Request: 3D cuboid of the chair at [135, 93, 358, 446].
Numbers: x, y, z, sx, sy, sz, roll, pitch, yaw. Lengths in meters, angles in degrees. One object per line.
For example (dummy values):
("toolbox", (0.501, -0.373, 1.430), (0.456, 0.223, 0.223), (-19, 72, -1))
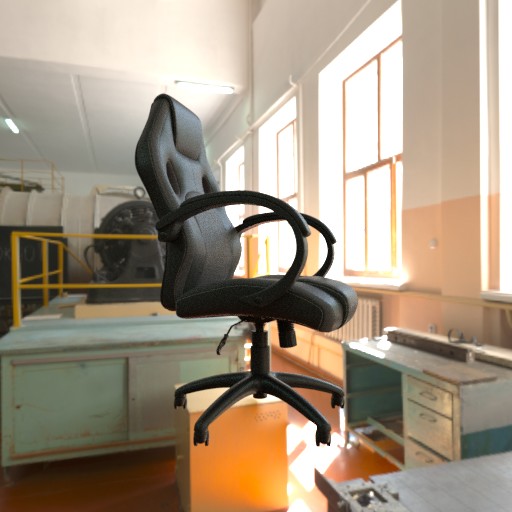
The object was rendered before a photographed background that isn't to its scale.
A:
("chair", (0.000, 0.000, 1.630), (0.724, 1.187, 0.673), (0, -1, 17))
